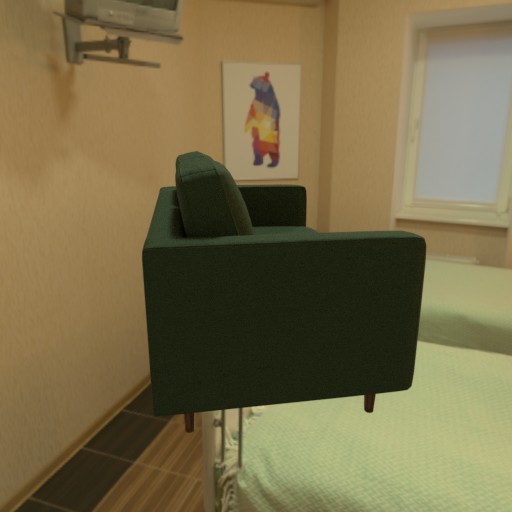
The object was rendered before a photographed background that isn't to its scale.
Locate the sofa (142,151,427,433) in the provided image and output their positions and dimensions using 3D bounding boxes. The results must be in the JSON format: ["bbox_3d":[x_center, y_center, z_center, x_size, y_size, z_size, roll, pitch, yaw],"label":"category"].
[{"bbox_3d":[0.000,0.000,2.011,0.879,0.899,1.430,-3,16,-9],"label":"sofa"}]
